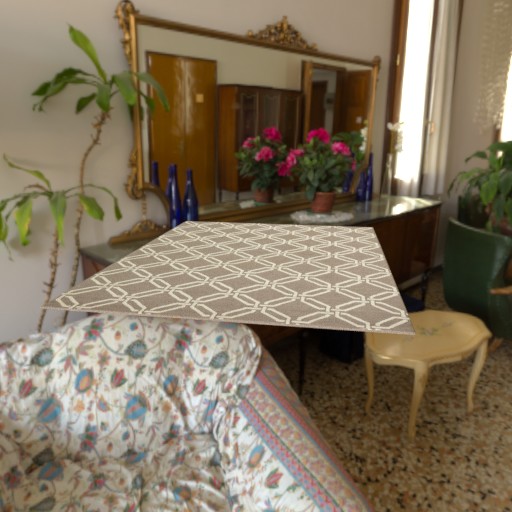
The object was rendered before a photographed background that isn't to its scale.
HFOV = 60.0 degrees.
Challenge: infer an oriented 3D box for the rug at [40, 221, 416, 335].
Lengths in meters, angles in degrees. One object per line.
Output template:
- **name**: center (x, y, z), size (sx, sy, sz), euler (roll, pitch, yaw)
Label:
- **rug**: center (0.000, 0.000, 3.997), size (2.288, 0.018, 2.895), euler (3, 16, 9)
